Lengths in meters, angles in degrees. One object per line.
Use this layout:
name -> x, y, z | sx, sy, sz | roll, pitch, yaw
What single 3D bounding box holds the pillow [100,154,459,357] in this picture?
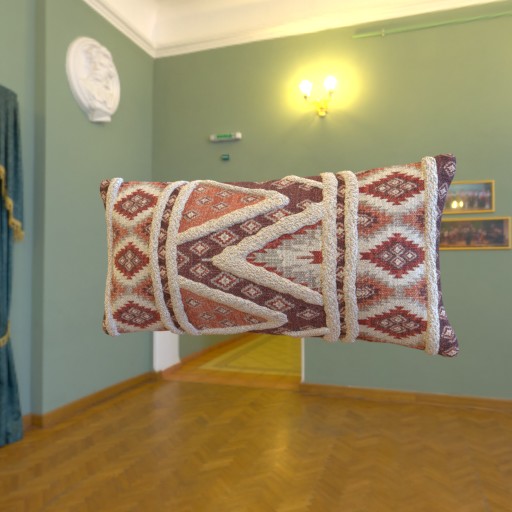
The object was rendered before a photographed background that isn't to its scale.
pillow -> 0.000, 0.000, 0.725 | 0.608, 0.295, 0.161 | 0, -1, 17
